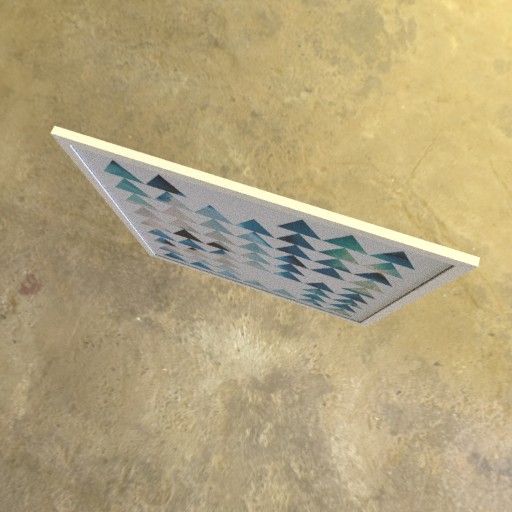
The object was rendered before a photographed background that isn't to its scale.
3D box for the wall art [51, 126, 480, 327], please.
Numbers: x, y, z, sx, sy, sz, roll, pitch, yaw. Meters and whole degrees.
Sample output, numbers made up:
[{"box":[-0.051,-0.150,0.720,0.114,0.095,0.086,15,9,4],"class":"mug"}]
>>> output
[{"box":[0.000,0.000,0.817,0.557,0.557,0.012,18,74,5],"class":"wall art"}]
